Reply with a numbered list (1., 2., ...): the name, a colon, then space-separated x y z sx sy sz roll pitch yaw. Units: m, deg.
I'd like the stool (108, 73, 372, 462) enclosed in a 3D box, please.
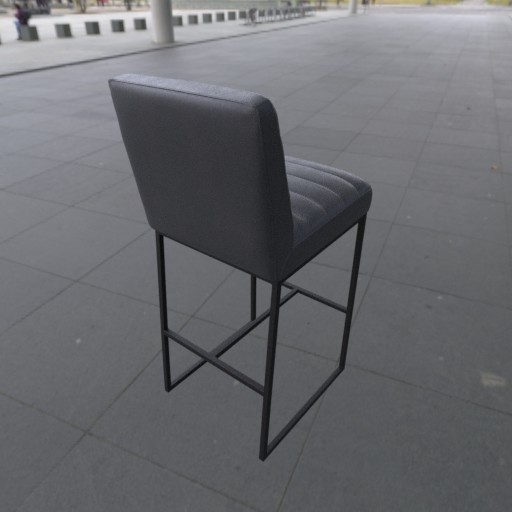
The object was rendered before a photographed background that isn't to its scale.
1. stool: 0.000 0.000 1.325 0.457 1.040 0.552 22 37 33
